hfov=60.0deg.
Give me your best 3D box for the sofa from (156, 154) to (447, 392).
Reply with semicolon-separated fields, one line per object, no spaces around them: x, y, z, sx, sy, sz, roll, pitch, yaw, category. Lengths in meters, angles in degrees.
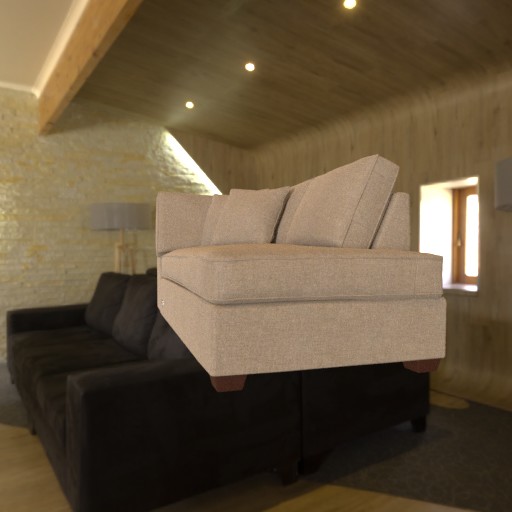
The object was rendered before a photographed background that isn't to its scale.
0.000;0.000;2.834;1.110;1.019;2.238;0;0;-18;sofa
